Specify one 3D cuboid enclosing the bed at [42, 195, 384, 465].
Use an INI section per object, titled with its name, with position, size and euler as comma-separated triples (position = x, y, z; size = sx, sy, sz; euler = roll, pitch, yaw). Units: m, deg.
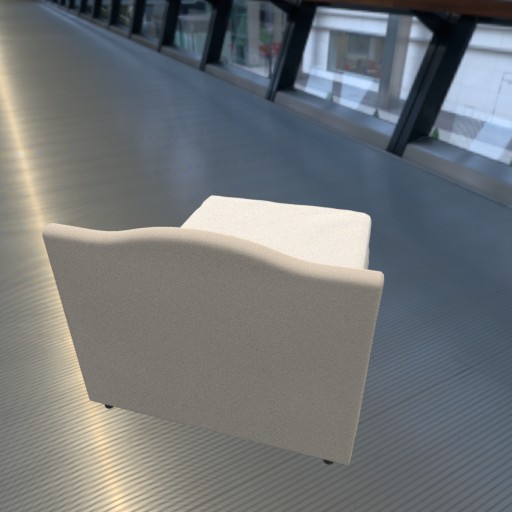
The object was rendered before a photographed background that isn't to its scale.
[bed]
position = 0.000, 0.000, 3.307
size = 1.753, 1.460, 2.143
euler = 8, 32, 14
